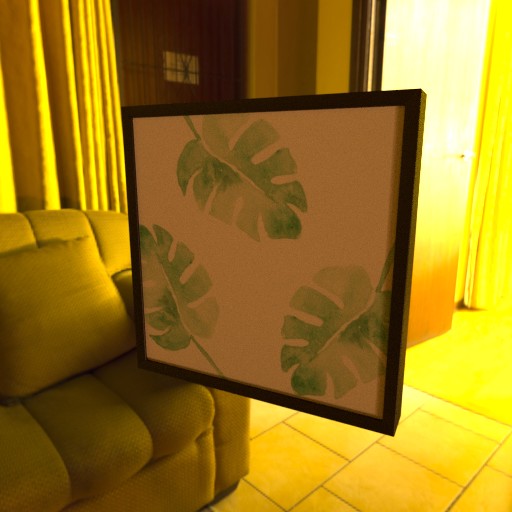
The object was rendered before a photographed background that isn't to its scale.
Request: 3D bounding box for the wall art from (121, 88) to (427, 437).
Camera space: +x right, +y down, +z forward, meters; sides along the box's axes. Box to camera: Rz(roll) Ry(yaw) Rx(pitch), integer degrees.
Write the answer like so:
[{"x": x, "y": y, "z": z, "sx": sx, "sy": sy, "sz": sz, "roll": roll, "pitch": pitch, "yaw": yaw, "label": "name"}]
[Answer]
[{"x": 0.000, "y": 0.000, "z": 0.457, "sx": 0.304, "sy": 0.304, "sz": 0.038, "roll": 6, "pitch": 14, "yaw": 26, "label": "wall art"}]
